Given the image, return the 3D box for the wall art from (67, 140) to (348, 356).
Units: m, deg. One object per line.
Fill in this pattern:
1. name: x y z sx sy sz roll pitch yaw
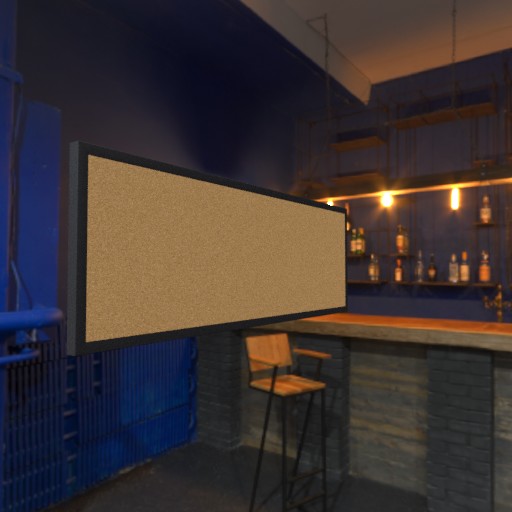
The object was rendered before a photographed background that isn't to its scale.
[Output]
1. wall art: 0.000 0.000 1.773 0.041 0.554 1.572 -2 -3 37
